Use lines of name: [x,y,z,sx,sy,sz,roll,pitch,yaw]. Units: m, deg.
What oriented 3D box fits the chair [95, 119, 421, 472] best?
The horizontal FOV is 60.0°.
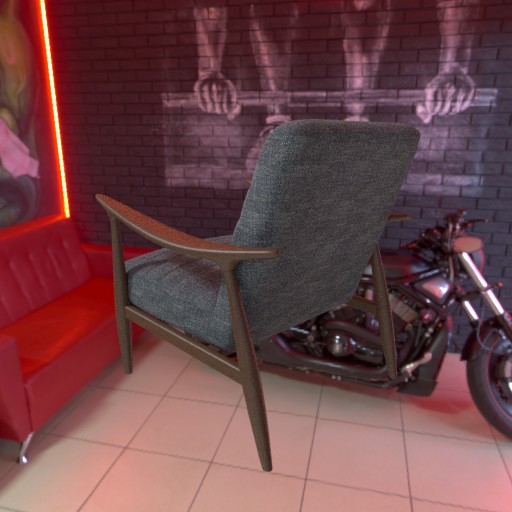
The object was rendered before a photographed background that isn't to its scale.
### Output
chair: [0.000,0.000,1.436,0.741,0.832,0.798,-15,22,-42]
